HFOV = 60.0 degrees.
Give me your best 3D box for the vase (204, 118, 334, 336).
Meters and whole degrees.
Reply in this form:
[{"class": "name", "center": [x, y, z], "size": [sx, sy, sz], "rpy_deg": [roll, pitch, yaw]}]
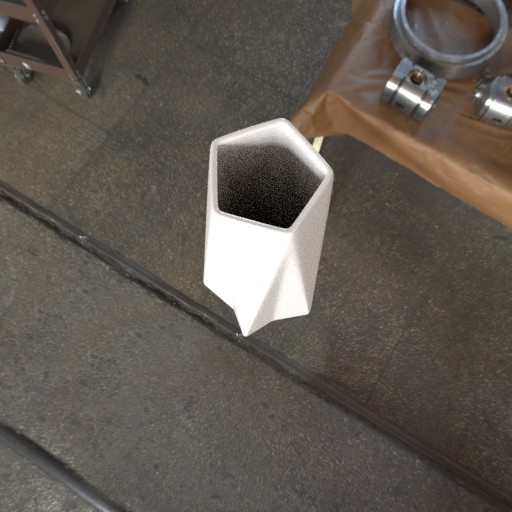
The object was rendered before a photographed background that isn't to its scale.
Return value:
[{"class": "vase", "center": [0.000, 0.000, 0.392], "size": [0.116, 0.329, 0.122], "rpy_deg": [-2, 75, 0]}]
